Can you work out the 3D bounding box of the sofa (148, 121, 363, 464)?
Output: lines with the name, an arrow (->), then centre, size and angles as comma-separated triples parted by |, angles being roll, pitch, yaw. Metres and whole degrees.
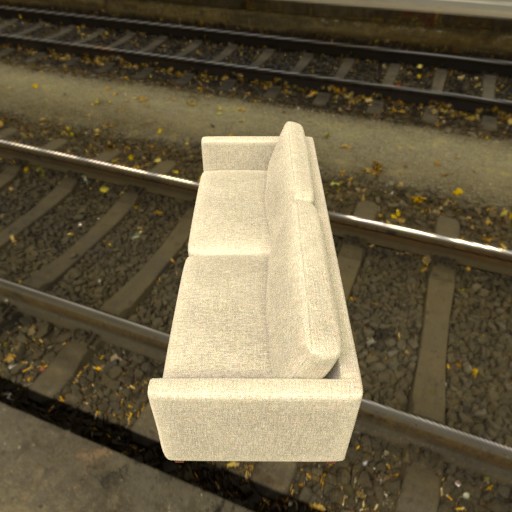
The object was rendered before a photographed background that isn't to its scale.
sofa -> 0.000, 0.000, 2.942 | 0.948, 0.951, 2.434 | 0, 41, 0
